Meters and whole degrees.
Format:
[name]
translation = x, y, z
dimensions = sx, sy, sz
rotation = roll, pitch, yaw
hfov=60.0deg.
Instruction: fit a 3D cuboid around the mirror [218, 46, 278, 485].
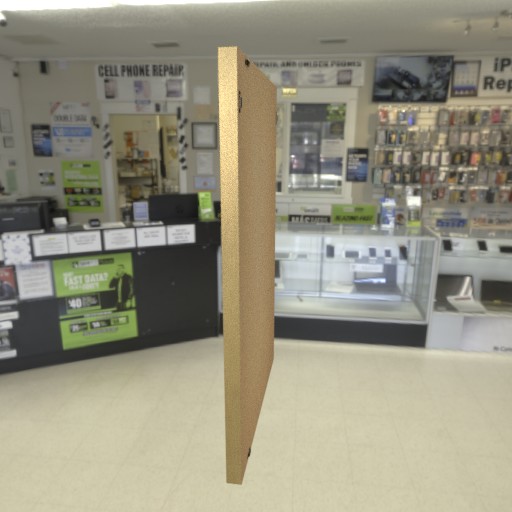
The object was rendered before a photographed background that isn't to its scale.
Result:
[mirror]
translation = 0.000, 0.000, 1.183
dimensions = 0.040, 0.915, 0.609
rotation = 2, 15, 9
